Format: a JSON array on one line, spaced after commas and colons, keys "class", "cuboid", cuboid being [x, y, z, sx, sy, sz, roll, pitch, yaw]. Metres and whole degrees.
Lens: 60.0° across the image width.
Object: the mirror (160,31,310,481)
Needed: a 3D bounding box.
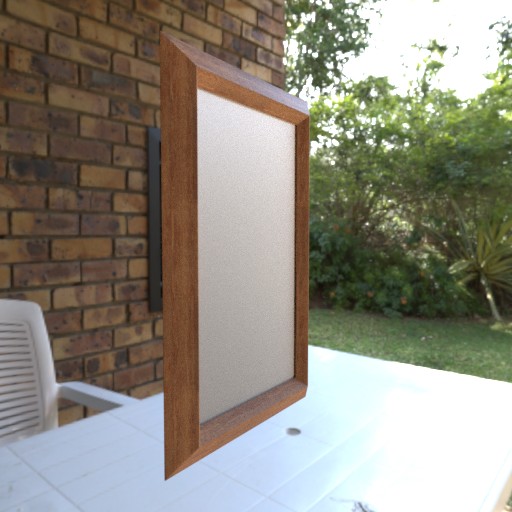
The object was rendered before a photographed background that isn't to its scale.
[{"class": "mirror", "cuboid": [0.000, 0.000, 1.241, 0.047, 1.010, 0.651, 2, 4, 36]}]
